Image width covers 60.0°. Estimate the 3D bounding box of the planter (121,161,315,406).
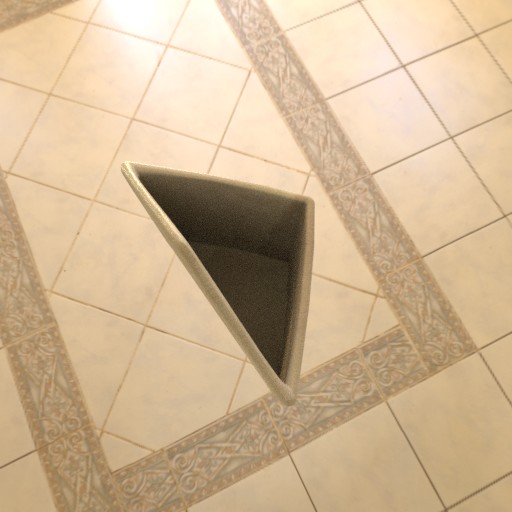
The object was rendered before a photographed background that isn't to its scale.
[{"bbox_3d":[0.000,0.000,0.278,0.080,0.194,0.163,-35,78,-9],"label":"planter"}]
